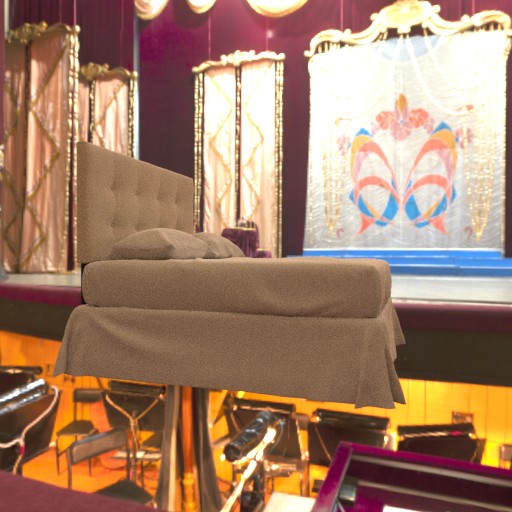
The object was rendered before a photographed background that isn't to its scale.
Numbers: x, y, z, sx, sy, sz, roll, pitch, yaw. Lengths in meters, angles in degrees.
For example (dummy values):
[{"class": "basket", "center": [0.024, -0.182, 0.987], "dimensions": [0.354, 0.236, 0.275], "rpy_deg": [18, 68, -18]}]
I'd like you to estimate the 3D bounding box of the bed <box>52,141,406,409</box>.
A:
[{"class": "bed", "center": [0.000, 0.000, 3.460], "dimensions": [2.222, 1.577, 1.936], "rpy_deg": [0, 0, 19]}]
